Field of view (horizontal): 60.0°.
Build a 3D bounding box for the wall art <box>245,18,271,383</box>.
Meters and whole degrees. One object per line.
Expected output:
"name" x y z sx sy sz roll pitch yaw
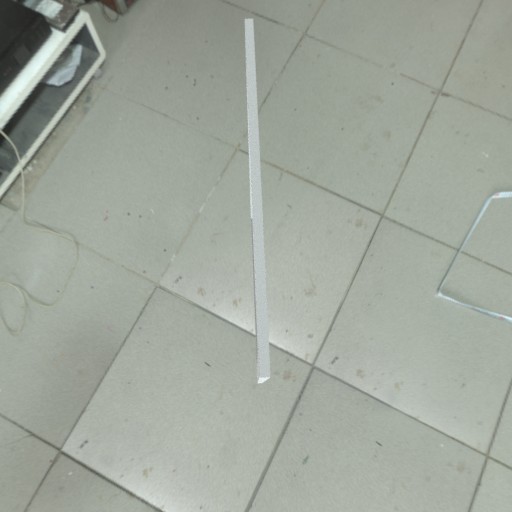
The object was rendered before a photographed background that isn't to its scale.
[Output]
"wall art" 0.000 0.000 0.831 0.011 0.659 0.454 -2 74 -1
